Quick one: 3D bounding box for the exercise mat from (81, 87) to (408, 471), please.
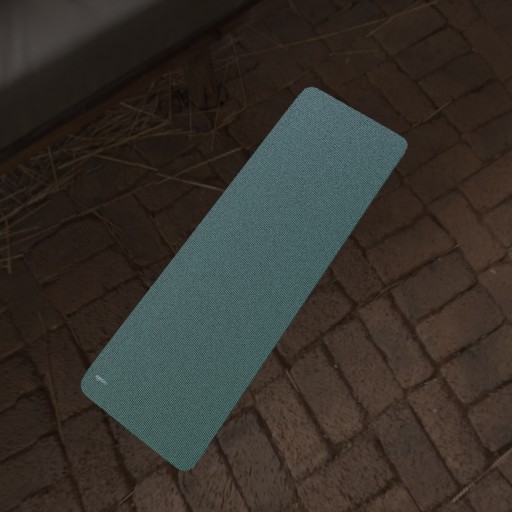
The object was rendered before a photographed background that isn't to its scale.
[{"bbox_3d":[0.000,0.000,2.077,0.616,0.021,1.869,34,77,9],"label":"exercise mat"}]
